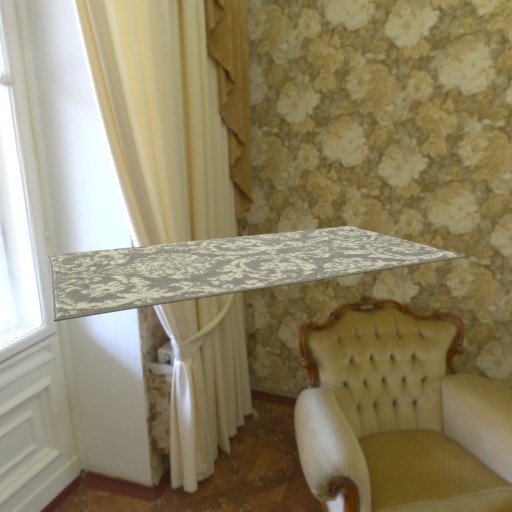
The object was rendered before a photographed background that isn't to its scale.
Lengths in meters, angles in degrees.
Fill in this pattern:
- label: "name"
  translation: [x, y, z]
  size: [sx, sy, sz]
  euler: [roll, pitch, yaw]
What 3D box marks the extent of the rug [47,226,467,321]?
- label: "rug"
  translation: [0.000, 0.000, 1.431]
  size: [1.219, 0.007, 0.604]
  euler: [-7, 16, -25]
